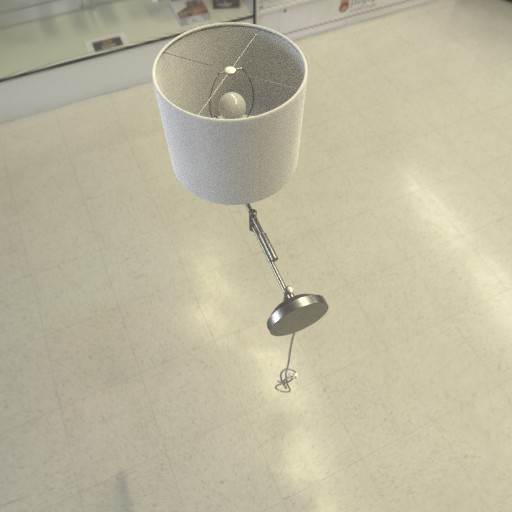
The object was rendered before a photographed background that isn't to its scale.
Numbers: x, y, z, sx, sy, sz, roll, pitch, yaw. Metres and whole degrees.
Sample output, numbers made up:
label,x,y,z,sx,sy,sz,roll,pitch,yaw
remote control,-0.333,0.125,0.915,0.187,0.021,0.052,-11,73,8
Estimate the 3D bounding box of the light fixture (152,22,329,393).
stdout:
label,x,y,z,sx,sy,sz,roll,pitch,yaw
light fixture,0.000,0.000,1.026,0.253,0.842,0.479,-19,61,-11
